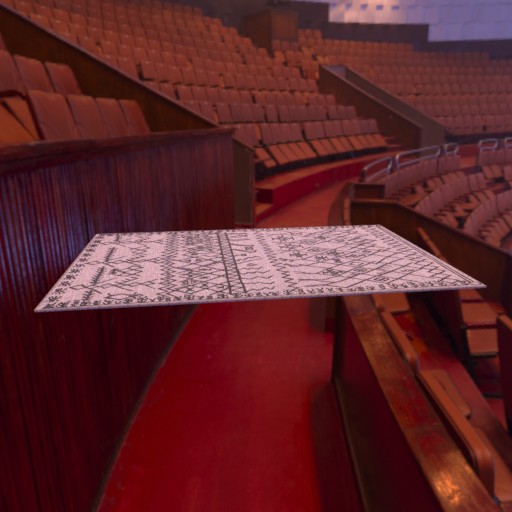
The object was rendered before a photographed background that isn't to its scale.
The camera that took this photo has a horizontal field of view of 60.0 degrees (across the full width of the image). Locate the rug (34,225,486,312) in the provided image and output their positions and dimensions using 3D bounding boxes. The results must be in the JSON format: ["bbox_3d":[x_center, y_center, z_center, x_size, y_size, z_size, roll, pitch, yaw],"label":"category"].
[{"bbox_3d":[0.000,0.000,3.085,2.444,0.012,1.526,-2,18,-7],"label":"rug"}]
